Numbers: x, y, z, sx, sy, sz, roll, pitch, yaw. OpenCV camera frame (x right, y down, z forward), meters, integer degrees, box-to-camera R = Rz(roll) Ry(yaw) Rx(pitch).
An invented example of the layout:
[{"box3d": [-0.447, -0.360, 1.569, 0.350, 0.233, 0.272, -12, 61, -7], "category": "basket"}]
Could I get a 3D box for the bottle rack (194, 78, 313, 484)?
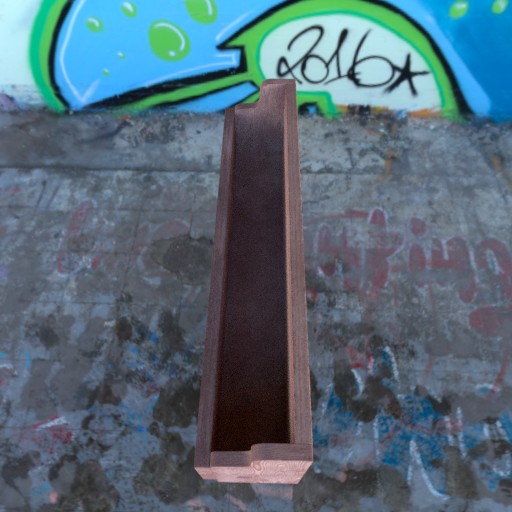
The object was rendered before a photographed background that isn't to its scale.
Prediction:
[{"box3d": [0.000, 0.000, 0.686, 0.126, 0.196, 0.608, 1, 57, 1], "category": "bottle rack"}]
